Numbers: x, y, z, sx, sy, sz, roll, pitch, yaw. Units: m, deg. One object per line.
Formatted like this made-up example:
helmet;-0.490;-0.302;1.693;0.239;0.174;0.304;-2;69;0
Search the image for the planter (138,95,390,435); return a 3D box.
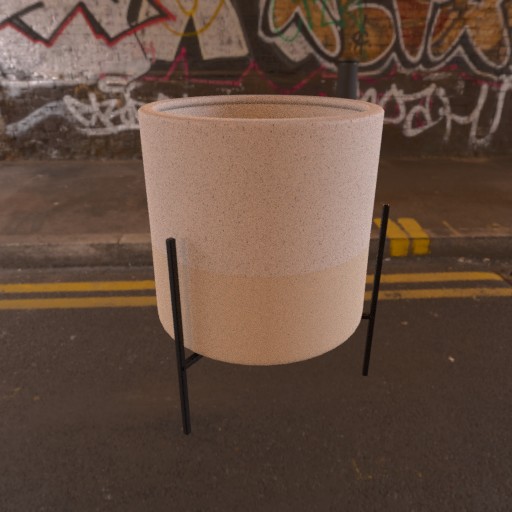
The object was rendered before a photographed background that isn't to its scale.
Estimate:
planter;0.000;0.000;0.652;0.313;0.423;0.335;17;29;32
